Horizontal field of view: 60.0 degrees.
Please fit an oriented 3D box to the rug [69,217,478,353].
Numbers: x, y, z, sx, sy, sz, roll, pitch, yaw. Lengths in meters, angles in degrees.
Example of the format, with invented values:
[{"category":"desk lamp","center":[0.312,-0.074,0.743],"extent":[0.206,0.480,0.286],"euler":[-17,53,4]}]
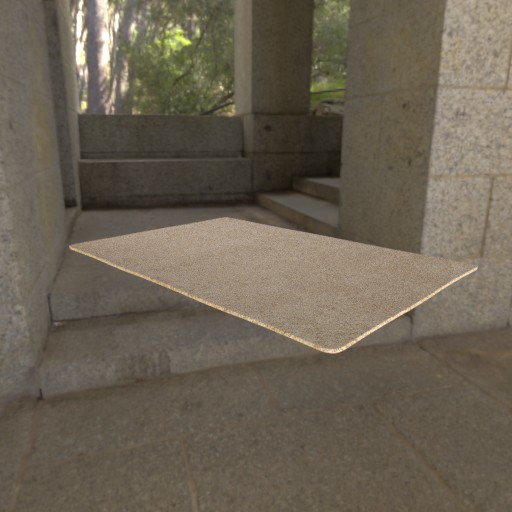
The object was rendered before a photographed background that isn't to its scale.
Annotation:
[{"category":"rug","center":[0.000,0.000,3.450],"extent":[2.700,0.024,1.801],"euler":[15,21,42]}]
